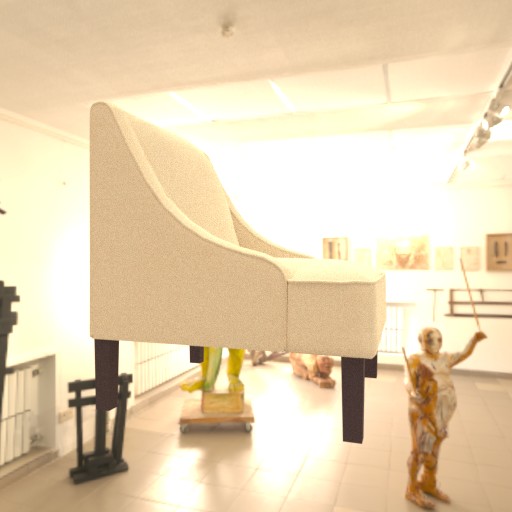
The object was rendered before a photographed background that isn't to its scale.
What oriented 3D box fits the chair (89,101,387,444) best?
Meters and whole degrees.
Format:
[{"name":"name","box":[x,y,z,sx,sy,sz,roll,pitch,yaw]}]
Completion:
[{"name":"chair","box":[0.000,0.000,1.460,0.806,0.886,0.689,0,0,18]}]
